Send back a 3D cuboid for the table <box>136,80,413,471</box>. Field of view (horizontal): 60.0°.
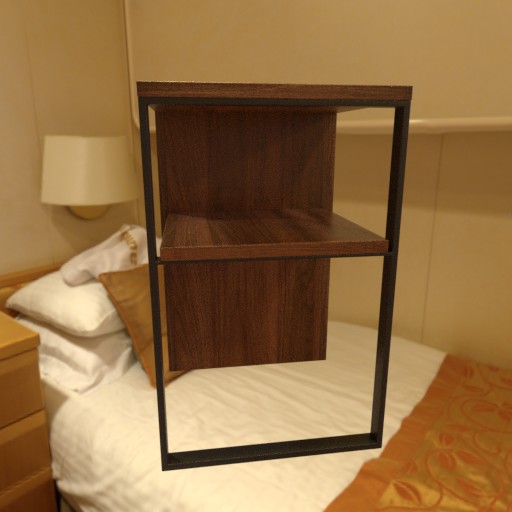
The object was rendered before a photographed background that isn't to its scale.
[{"bbox_3d":[0.000,0.000,1.546,0.660,1.041,0.786,-2,15,-8],"label":"table"}]
